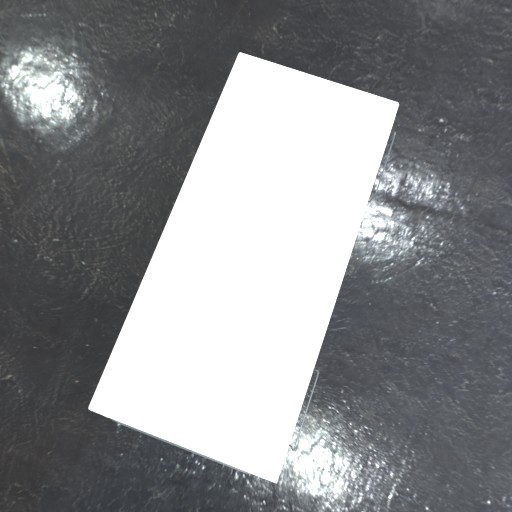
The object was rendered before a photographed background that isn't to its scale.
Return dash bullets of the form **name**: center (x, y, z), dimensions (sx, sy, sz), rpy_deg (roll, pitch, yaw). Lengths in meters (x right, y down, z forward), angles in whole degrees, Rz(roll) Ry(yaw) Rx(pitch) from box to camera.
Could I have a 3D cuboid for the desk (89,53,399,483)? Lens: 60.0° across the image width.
- **desk**: center (0.000, 0.000, 2.250), dimensions (0.900, 0.455, 1.900), rpy_deg (19, 78, 4)
